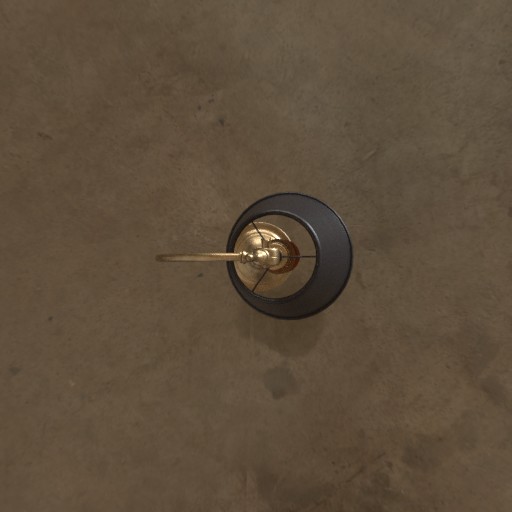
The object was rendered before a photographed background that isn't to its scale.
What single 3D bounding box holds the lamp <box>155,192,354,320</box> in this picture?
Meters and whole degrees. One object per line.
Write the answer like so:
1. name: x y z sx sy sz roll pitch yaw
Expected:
1. lamp: 0.000 0.000 0.827 0.344 0.675 0.235 0 90 -1
